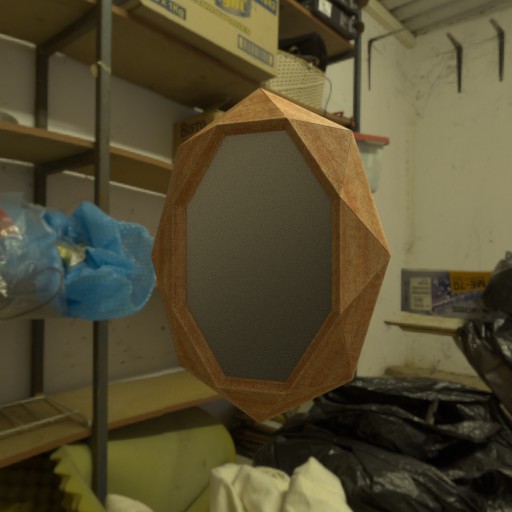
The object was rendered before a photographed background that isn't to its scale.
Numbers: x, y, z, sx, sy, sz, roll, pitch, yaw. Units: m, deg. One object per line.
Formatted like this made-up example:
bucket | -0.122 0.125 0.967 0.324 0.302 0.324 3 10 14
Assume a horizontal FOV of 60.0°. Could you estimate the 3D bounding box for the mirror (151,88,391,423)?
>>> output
mirror | 0.000 0.000 0.995 0.577 0.774 0.070 0 0 19
